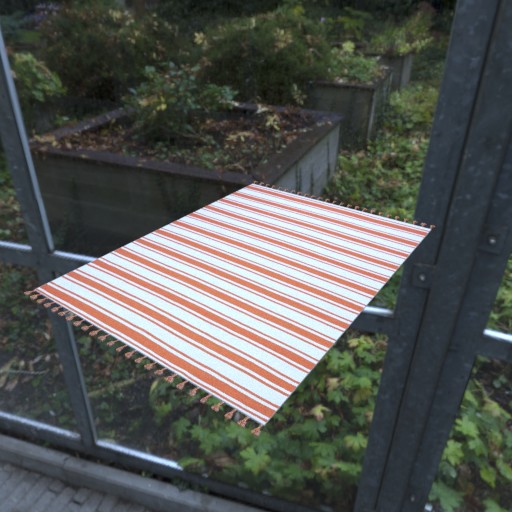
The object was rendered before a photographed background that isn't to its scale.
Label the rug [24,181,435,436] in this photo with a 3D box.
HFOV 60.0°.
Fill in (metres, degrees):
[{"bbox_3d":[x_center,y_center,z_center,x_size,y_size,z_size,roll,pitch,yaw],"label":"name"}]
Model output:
[{"bbox_3d":[0.000,0.000,4.331,2.451,0.035,3.369,20,35,31],"label":"rug"}]
